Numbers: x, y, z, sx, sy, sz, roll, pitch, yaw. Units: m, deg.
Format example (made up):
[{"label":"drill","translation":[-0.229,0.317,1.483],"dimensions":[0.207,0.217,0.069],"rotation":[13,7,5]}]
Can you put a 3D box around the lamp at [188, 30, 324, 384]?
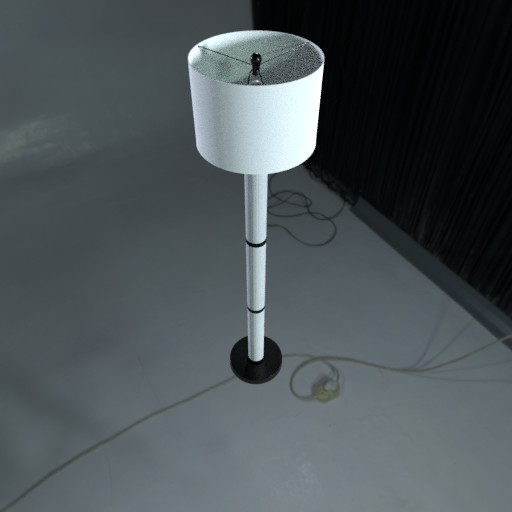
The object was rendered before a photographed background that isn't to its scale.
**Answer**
[{"label":"lamp","translation":[0.000,0.000,1.789],"dimensions":[0.377,1.599,0.377],"rotation":[-26,51,-23]}]
